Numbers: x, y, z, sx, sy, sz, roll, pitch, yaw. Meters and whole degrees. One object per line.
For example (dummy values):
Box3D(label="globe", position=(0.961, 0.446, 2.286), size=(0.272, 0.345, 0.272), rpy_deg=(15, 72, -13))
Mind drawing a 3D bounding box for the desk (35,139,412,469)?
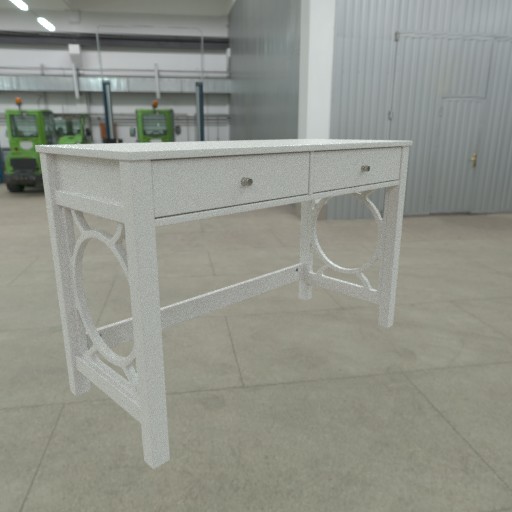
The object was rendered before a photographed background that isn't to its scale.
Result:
Box3D(label="desk", position=(0.000, 0.000, 1.538), size=(0.504, 0.762, 1.191), rpy_deg=(15, 22, 43))
